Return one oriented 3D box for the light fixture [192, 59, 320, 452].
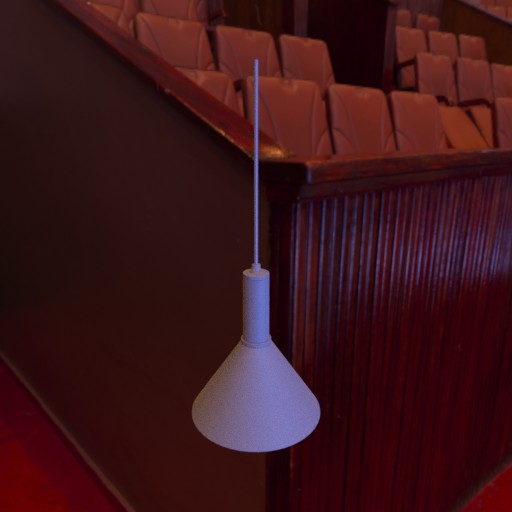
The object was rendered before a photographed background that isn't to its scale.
[{"bbox_3d":[0.000,0.000,0.837,0.267,0.683,0.267,16,23,43],"label":"light fixture"}]
